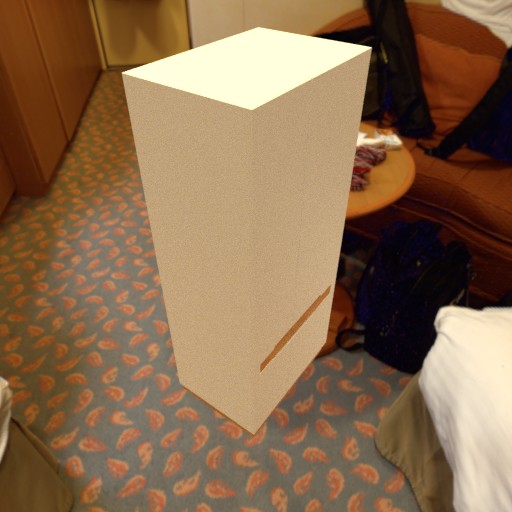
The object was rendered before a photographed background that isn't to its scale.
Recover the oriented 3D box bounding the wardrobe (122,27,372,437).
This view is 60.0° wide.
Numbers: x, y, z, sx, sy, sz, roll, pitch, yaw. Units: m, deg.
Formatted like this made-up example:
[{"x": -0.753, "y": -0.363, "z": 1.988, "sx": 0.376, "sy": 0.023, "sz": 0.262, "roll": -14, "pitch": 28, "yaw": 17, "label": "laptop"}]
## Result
[{"x": 0.000, "y": 0.000, "z": 2.419, "sx": 0.600, "sy": 2.040, "sz": 0.860, "roll": 25, "pitch": 46, "yaw": 27, "label": "wardrobe"}]
